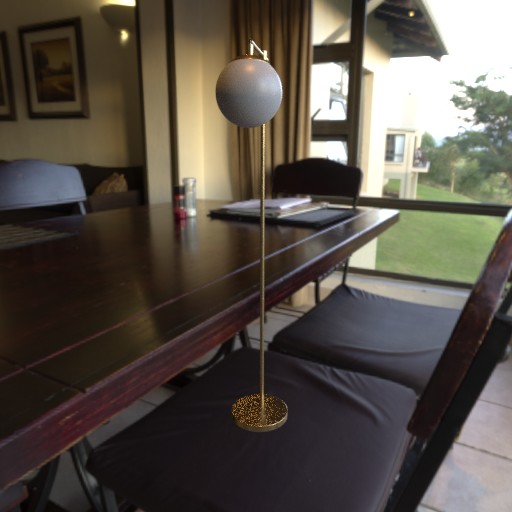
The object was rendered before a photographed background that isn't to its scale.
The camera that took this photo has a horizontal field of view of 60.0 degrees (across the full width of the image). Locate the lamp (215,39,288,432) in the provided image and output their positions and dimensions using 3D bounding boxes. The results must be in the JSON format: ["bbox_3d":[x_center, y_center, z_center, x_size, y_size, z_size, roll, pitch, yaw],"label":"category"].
[{"bbox_3d":[0.000,0.000,1.704,0.249,1.505,0.476,3,15,10],"label":"lamp"}]
